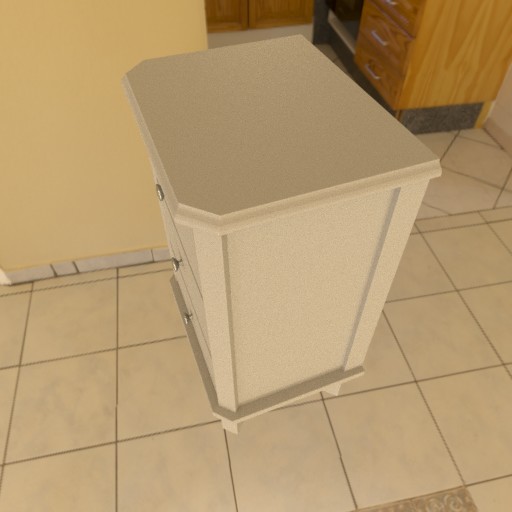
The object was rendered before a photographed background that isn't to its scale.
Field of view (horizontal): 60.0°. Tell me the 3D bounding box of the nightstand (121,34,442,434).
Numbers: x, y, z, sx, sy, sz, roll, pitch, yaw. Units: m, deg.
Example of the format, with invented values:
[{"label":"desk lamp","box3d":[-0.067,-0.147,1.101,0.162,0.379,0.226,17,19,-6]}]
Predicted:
[{"label":"nightstand","box3d":[0.000,0.000,0.921,0.350,0.680,0.450,-16,50,-14]}]
